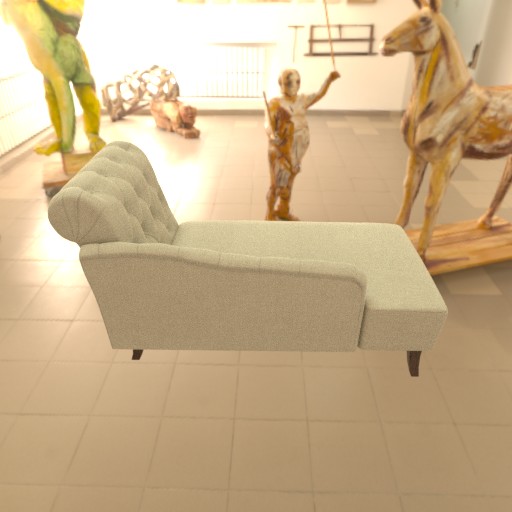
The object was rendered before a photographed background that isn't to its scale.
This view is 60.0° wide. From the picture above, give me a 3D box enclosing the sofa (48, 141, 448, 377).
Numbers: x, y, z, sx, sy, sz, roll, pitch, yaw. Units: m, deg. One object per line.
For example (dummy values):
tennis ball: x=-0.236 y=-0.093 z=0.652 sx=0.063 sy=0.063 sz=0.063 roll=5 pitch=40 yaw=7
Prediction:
sofa: x=0.000 y=0.000 z=1.837 sx=1.379 sy=0.787 sz=0.675 roll=1 pitch=31 yaw=1
